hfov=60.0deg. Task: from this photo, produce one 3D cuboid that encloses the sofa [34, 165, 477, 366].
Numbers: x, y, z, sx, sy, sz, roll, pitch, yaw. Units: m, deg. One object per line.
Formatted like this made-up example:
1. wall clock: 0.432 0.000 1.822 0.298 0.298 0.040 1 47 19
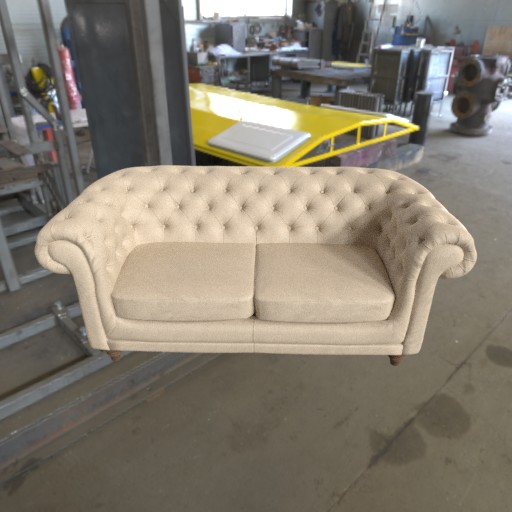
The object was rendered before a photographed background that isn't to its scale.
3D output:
1. sofa: 0.000 0.000 2.535 1.988 0.835 1.069 1 29 1
